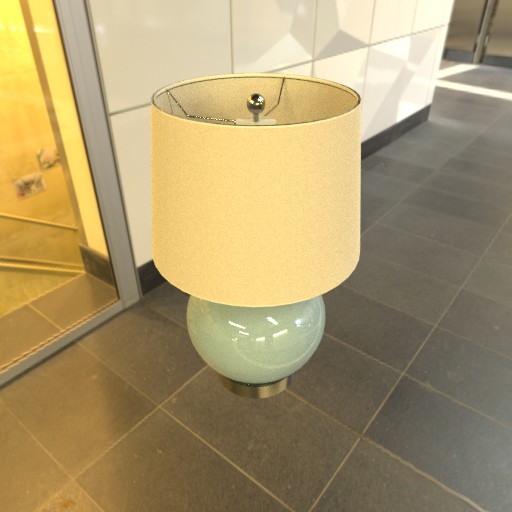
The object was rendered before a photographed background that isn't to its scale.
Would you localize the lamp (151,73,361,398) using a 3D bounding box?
[{"bbox_3d":[0.000,0.000,0.547,0.247,0.387,0.247,0,34,0],"label":"lamp"}]
